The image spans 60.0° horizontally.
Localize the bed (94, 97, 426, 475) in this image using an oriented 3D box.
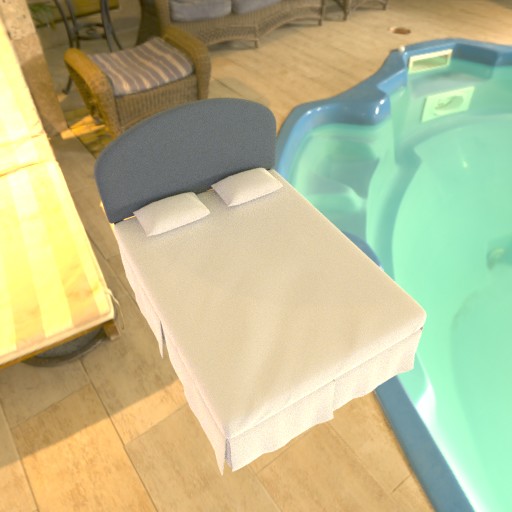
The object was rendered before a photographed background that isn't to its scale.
[{"bbox_3d":[0.000,0.000,3.092,1.607,1.410,2.005,-23,50,-21],"label":"bed"}]
